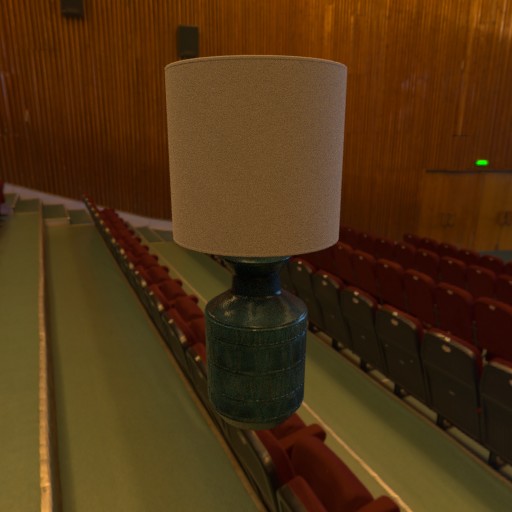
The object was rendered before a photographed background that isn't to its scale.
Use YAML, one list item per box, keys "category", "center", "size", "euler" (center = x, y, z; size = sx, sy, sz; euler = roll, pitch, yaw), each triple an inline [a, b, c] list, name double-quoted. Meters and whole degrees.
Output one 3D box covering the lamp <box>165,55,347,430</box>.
- category: "lamp"
  center: [0.000, 0.000, 0.583]
  size: [0.211, 0.455, 0.211]
  euler: [-7, 17, -25]
